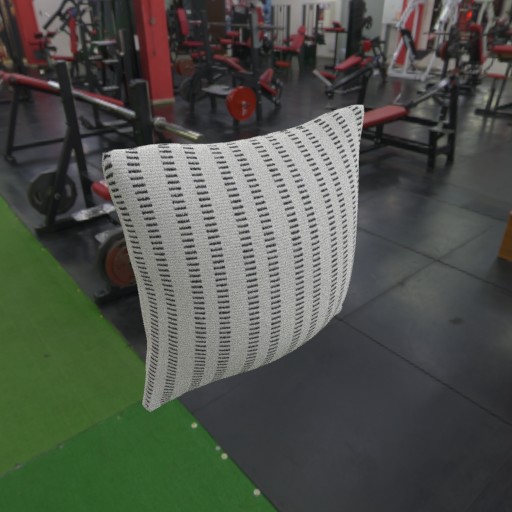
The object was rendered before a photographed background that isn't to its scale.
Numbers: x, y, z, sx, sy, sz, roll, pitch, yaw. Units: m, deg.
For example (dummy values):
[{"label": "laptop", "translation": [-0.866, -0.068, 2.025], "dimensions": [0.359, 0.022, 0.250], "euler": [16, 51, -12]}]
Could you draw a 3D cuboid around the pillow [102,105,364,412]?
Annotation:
[{"label": "pillow", "translation": [0.000, 0.000, 0.708], "dimensions": [0.438, 0.419, 0.247], "euler": [-21, 36, -32]}]
